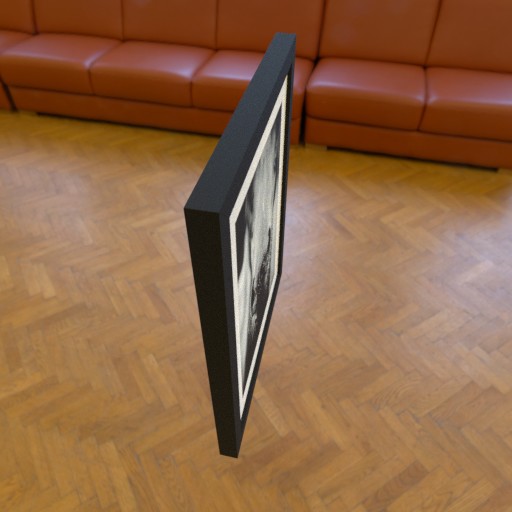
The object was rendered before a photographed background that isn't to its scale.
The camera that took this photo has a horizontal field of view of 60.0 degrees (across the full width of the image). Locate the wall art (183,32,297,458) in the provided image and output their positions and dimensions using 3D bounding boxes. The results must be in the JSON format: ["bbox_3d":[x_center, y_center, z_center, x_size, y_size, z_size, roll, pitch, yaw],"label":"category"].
[{"bbox_3d":[0.000,0.000,0.746,0.033,0.559,0.457,9,46,9],"label":"wall art"}]
